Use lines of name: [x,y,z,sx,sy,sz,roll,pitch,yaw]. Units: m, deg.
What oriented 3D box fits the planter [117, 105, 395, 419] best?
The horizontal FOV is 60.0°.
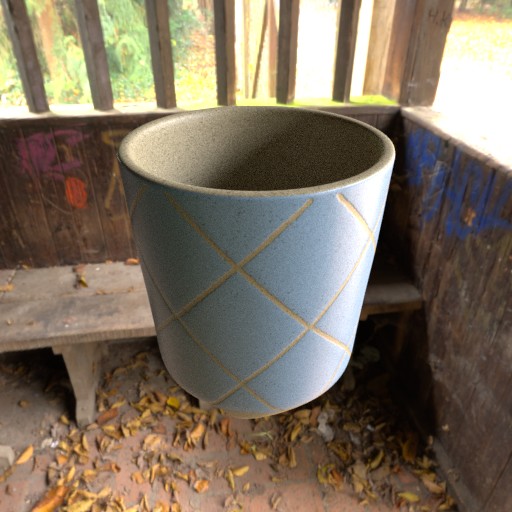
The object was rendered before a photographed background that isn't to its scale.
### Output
planter: [0.000,0.000,0.436,0.227,0.235,0.227,0,33,0]
